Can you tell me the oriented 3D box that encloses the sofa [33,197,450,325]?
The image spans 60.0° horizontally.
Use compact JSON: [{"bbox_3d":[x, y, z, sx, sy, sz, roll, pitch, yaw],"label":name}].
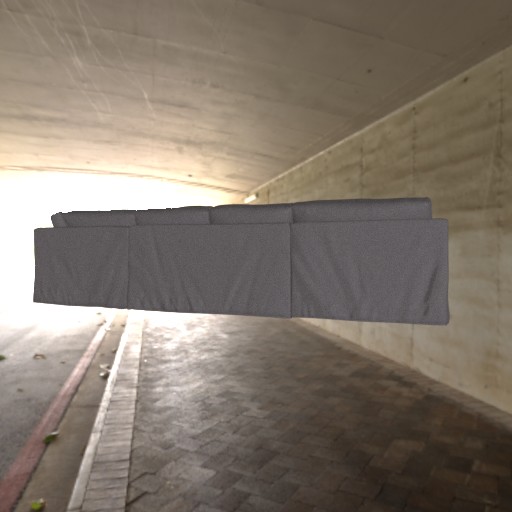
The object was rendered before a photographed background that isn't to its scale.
[{"bbox_3d":[0.000,0.000,4.579,3.528,0.878,2.476,0,1,19],"label":"sofa"}]
